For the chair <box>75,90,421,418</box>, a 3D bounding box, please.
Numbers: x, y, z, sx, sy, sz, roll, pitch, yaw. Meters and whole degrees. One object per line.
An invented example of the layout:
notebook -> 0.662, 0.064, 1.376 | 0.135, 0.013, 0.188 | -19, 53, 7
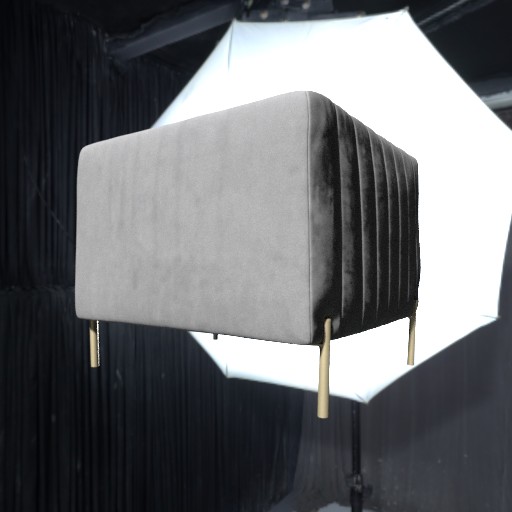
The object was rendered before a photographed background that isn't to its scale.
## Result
chair -> 0.000, 0.000, 1.596 | 0.981, 0.779, 0.873 | -1, -1, 35
